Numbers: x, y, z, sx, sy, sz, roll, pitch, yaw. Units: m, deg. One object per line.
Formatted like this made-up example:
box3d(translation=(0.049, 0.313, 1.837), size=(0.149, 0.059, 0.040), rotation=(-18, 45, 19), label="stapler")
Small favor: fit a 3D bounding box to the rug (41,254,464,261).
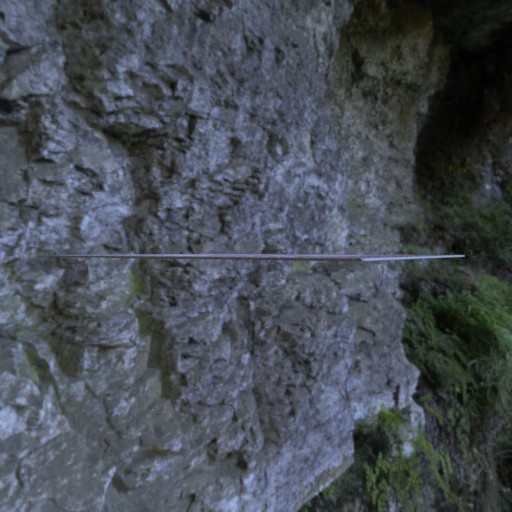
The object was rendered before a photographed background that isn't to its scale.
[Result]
box3d(translation=(0.000, 0.000, 4.135), size=(3.123, 0.017, 2.447), rotation=(0, 1, 36), label="rug")
